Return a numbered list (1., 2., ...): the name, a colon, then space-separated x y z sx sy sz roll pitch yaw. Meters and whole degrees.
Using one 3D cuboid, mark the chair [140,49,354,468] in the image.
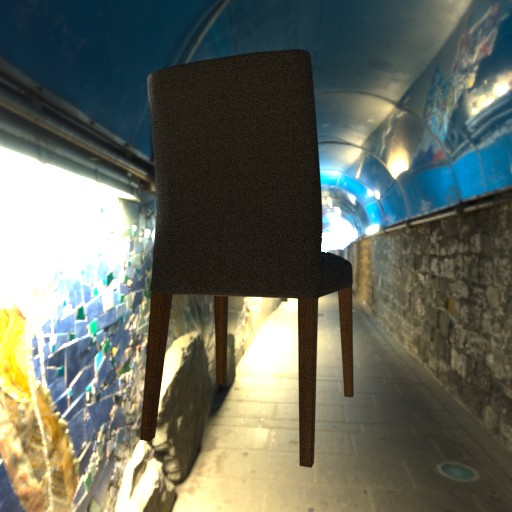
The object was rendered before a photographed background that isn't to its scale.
1. chair: 0.000 0.000 1.303 0.496 0.940 0.585 0 0 19
